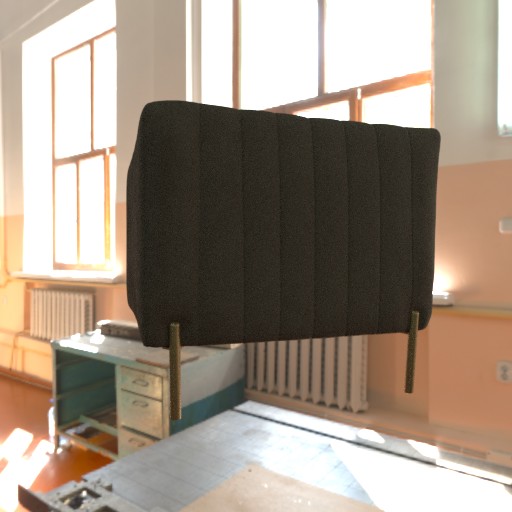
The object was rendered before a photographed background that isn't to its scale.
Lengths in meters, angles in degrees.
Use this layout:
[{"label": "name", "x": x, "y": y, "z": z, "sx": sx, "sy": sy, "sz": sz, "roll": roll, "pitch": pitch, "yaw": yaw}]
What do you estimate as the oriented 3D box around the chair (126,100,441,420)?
[{"label": "chair", "x": 0.000, "y": 0.000, "z": 1.601, "sx": 0.873, "sy": 0.779, "sz": 0.981, "roll": 0, "pitch": 0, "yaw": -18}]
